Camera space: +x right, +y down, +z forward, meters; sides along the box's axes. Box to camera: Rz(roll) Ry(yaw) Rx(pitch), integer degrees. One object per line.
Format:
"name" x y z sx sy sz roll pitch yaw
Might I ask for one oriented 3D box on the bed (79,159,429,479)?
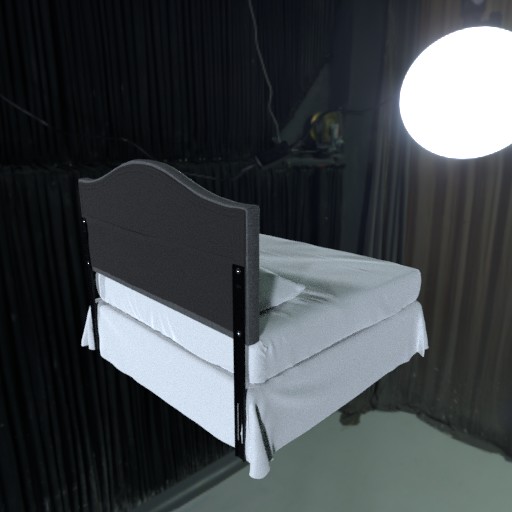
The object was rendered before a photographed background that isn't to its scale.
"bed" 0.000 0.000 3.695 2.219 1.651 2.314 -14 21 -42
